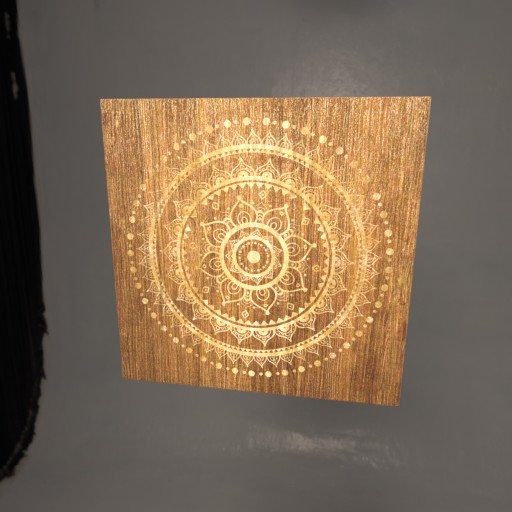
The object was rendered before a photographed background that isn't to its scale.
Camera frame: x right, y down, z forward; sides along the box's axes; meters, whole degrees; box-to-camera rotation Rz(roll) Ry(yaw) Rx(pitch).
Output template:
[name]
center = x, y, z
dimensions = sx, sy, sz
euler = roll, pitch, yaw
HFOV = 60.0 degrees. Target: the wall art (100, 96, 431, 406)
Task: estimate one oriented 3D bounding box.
[wall art]
center = 0.000, 0.000, 0.899
dimensions = 0.611, 0.608, 0.042
euler = 3, 15, 9
